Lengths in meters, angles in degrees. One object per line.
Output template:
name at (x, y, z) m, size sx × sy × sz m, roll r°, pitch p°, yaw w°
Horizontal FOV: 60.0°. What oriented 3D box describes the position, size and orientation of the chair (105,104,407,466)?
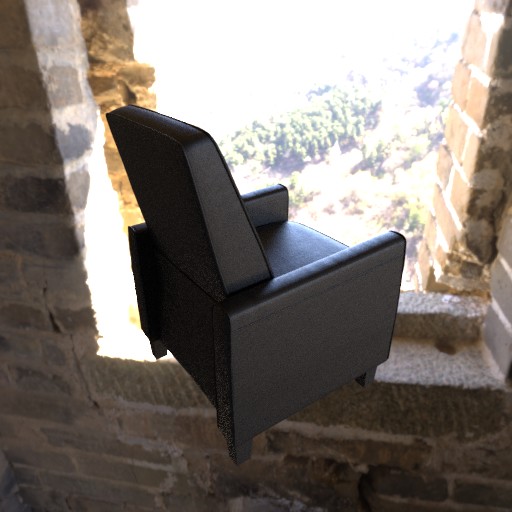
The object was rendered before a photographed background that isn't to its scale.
chair at (0.000, 0.000, 1.534) m, size 0.746 × 1.013 × 0.705 m, roll -18°, pitch 32°, yaw -31°
